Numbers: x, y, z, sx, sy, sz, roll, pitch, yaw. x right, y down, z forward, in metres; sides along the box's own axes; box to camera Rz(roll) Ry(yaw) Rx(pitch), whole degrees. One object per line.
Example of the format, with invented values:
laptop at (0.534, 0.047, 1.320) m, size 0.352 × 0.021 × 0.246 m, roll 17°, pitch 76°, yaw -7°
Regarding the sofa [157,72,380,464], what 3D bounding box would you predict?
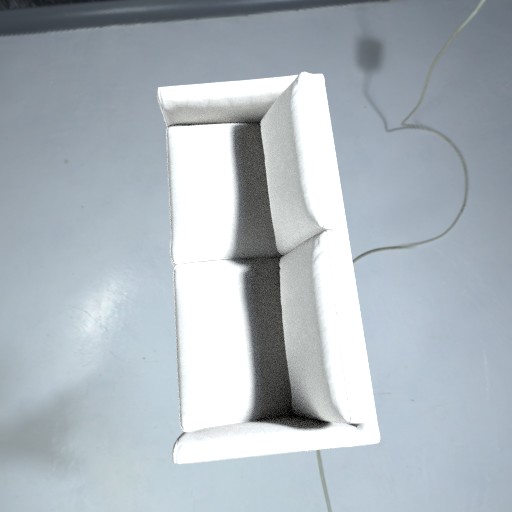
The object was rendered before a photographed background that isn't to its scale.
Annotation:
sofa at (0.000, 0.000, 2.771) m, size 1.090 × 0.838 × 2.588 m, roll -5°, pitch 75°, yaw -1°
